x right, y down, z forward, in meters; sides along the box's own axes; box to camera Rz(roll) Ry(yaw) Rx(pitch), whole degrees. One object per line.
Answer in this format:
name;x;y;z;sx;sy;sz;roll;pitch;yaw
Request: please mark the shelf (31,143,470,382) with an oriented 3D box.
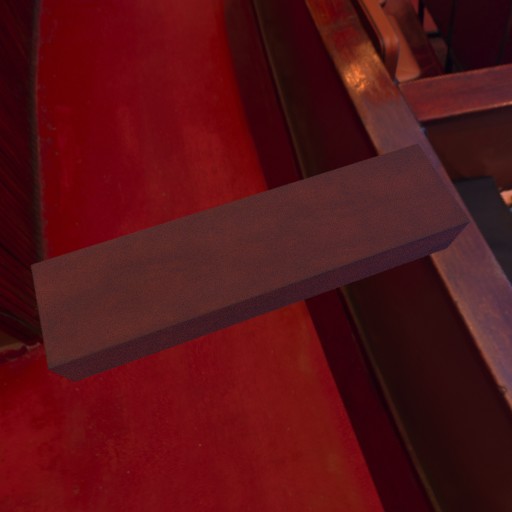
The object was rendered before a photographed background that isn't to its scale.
shelf;0.000;0.000;0.666;0.607;0.088;0.152;-19;66;-9
